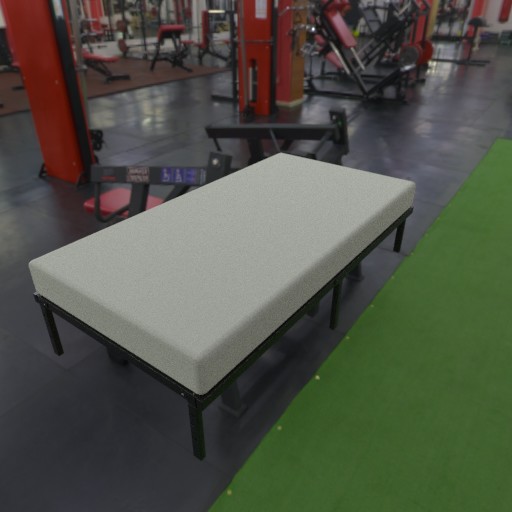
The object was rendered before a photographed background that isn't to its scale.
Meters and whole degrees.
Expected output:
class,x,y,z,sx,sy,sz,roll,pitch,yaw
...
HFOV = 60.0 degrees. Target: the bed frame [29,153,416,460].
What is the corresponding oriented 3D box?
class,x,y,z,sx,sy,sz,roll,pitch,yaw
bed frame,0.000,0.000,3.267,1.393,0.680,2.635,21,36,31
